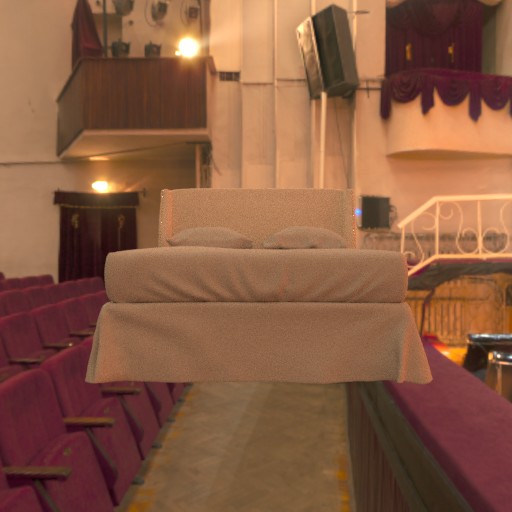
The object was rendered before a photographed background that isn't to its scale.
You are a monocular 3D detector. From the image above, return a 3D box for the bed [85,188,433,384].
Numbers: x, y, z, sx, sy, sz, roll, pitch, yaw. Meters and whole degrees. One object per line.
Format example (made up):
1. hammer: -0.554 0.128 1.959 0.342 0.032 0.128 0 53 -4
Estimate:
1. bed: 0.000 0.000 3.373 1.925 1.332 2.276 0 1 1
